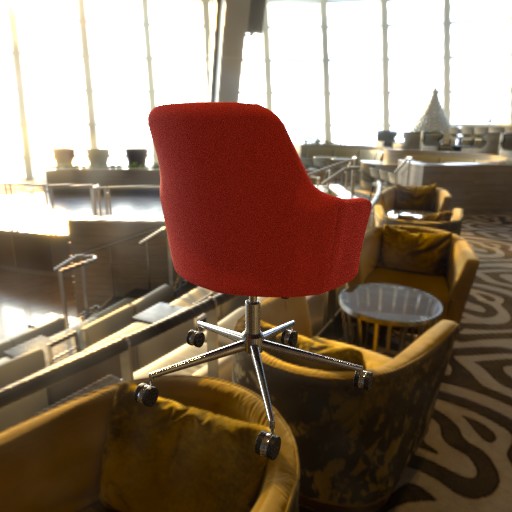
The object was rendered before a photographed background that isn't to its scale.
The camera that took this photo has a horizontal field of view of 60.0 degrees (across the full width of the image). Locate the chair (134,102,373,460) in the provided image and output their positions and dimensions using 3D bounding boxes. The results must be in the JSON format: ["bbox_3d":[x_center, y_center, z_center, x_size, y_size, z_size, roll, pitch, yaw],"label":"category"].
[{"bbox_3d":[0.000,0.000,1.281,0.655,0.820,0.600,9,19,28],"label":"chair"}]
